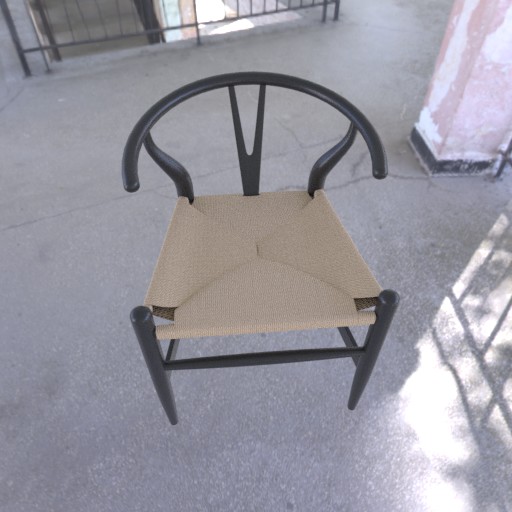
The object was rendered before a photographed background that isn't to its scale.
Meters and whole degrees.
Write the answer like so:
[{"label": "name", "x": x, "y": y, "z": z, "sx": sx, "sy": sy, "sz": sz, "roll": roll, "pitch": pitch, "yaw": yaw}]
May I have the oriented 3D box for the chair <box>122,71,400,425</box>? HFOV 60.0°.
[{"label": "chair", "x": 0.000, "y": 0.000, "z": 1.165, "sx": 0.570, "sy": 0.739, "sz": 0.570, "roll": -4, "pitch": 46, "yaw": -3}]
